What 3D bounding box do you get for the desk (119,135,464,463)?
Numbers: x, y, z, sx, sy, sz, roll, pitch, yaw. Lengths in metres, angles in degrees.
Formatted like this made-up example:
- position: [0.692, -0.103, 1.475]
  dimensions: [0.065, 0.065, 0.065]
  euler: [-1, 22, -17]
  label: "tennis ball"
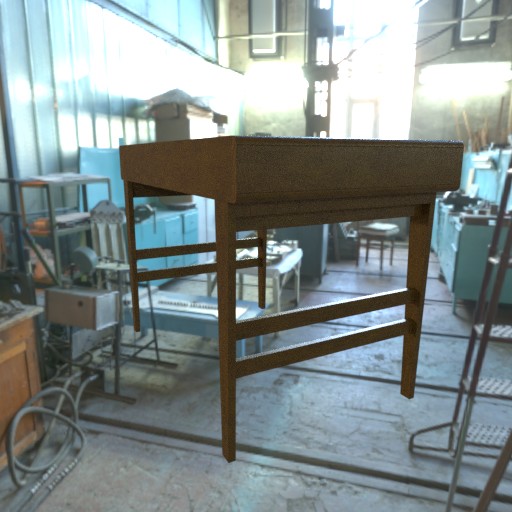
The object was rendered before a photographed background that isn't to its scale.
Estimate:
- position: [0.000, 0.000, 1.535]
  dimensions: [0.660, 0.754, 1.066]
  euler: [-7, 14, -28]
  label: "desk"
